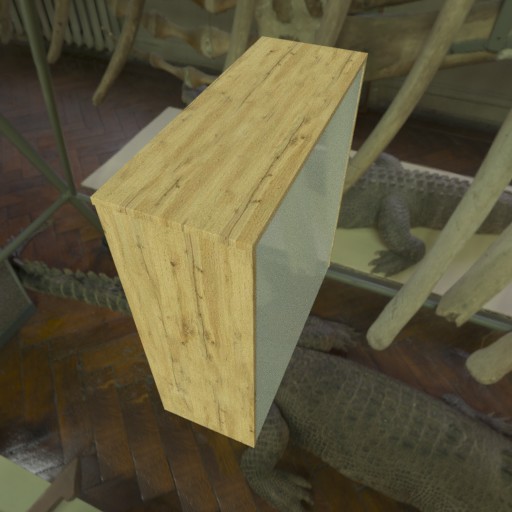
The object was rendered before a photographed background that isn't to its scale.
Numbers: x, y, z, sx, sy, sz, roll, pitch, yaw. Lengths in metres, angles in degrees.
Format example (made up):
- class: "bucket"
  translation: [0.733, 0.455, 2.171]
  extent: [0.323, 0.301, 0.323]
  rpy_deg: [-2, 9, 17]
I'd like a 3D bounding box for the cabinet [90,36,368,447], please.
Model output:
- class: "cabinet"
  translation: [0.000, 0.000, 1.958]
  extent: [0.473, 1.397, 1.168]
  rpy_deg: [17, 49, 15]
